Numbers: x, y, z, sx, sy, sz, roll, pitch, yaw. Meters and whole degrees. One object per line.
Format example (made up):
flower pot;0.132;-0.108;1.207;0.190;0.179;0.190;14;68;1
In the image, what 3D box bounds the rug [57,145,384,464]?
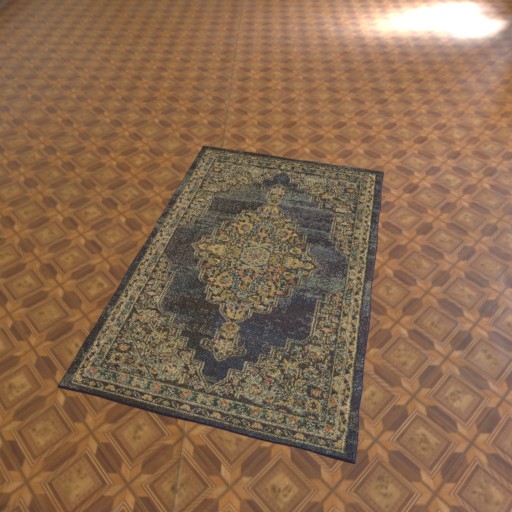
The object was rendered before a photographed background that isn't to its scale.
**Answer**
rug;0.000;0.000;2.248;1.184;0.012;1.781;11;48;10
